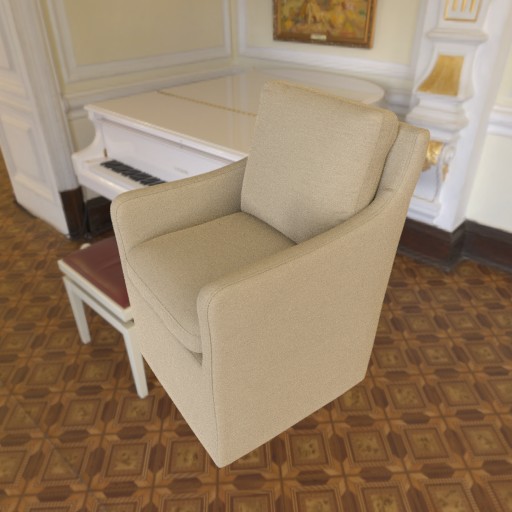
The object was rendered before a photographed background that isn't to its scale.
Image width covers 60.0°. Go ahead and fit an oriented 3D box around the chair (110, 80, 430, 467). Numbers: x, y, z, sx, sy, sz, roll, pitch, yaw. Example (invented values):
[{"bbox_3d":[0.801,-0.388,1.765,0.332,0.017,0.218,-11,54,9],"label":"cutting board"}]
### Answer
[{"bbox_3d":[0.000,0.000,1.365,0.694,0.914,0.626,-21,38,-29],"label":"chair"}]
